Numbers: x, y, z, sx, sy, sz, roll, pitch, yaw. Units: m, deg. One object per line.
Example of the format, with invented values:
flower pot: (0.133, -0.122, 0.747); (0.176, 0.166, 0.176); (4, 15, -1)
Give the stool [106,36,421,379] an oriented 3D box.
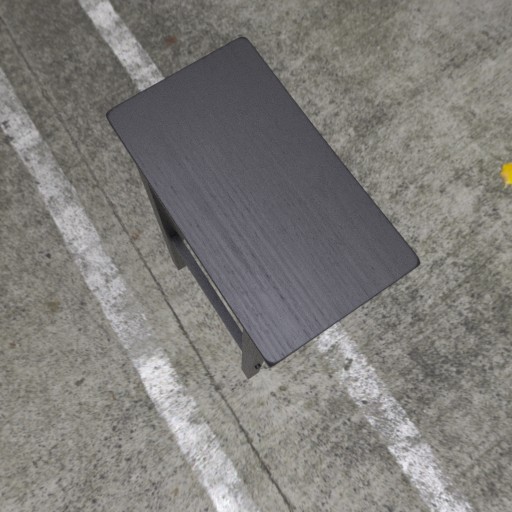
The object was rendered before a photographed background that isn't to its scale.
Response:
stool: (0.000, 0.000, 0.934); (0.322, 0.742, 0.406); (-33, 78, -8)
